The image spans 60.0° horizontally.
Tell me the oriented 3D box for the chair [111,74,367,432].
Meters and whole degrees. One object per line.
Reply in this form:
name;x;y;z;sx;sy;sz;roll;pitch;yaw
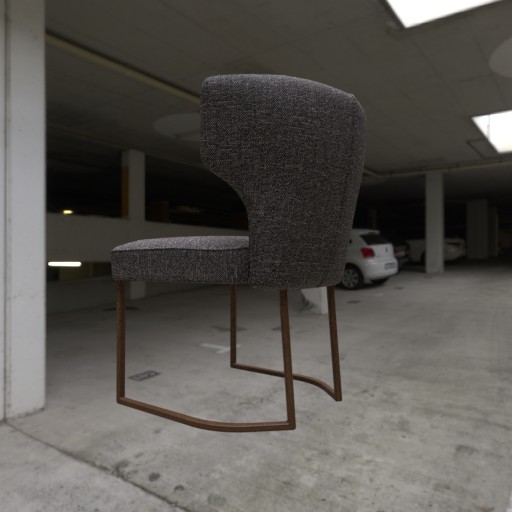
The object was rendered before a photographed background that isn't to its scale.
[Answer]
chair;0.000;0.000;1.273;0.617;0.824;0.611;0;0;36
